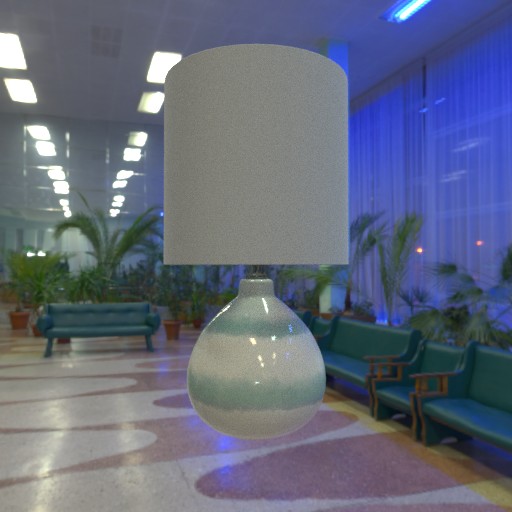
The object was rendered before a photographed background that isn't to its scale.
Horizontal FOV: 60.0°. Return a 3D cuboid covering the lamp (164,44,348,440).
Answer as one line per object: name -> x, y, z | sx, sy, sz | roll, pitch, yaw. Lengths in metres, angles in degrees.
lamp -> 0.000, 0.000, 0.530 | 0.217, 0.404, 0.217 | 0, -1, -18
